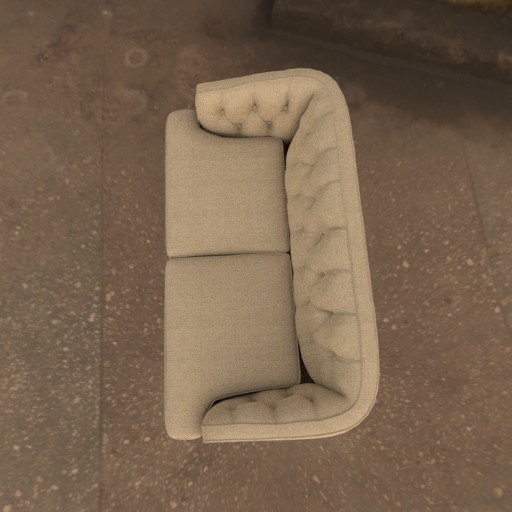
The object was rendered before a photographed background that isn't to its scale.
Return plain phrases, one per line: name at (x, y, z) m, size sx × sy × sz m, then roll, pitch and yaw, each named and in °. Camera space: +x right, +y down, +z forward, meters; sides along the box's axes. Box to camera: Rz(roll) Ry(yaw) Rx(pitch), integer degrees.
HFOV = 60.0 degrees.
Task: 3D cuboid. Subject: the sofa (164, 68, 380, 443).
sofa at (0.000, 0.000, 2.291) m, size 0.941 × 0.855 × 1.733 m, roll -3°, pitch 74°, yaw -1°
